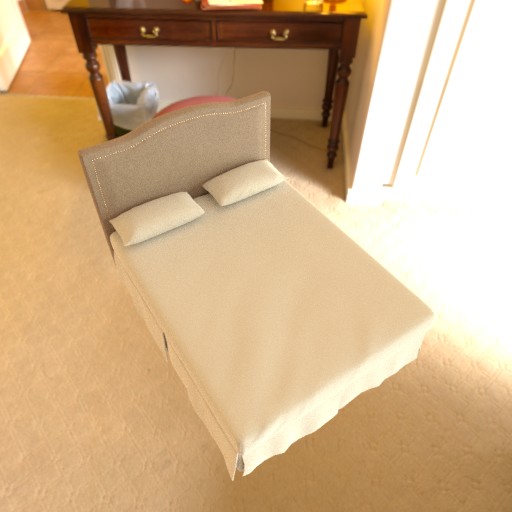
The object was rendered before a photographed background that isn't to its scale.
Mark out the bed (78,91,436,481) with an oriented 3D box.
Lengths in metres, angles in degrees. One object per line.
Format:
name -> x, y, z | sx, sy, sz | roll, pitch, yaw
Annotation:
bed -> 0.000, 0.000, 3.425 | 1.821, 1.436, 2.282 | -26, 52, -22
